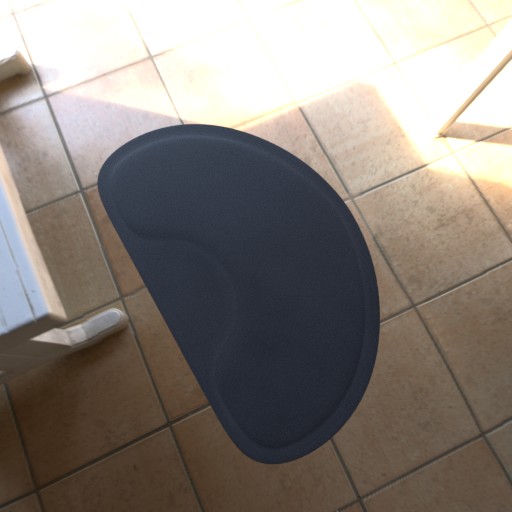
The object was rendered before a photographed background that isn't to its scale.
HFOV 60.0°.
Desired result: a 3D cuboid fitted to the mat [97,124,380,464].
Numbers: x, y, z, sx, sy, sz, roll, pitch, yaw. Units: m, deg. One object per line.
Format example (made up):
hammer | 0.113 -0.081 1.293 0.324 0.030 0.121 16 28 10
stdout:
mat | 0.000 0.000 1.865 0.913 0.013 1.524 -30 76 -8
